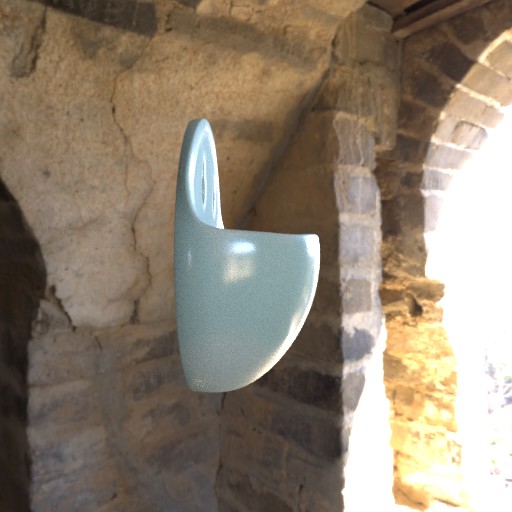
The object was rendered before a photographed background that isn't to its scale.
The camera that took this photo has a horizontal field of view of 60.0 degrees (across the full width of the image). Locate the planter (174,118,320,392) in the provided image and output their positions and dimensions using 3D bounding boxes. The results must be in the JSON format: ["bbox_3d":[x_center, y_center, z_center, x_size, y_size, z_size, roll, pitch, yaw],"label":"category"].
[{"bbox_3d":[0.000,0.000,0.280,0.073,0.164,0.189,0,1,0],"label":"planter"}]
